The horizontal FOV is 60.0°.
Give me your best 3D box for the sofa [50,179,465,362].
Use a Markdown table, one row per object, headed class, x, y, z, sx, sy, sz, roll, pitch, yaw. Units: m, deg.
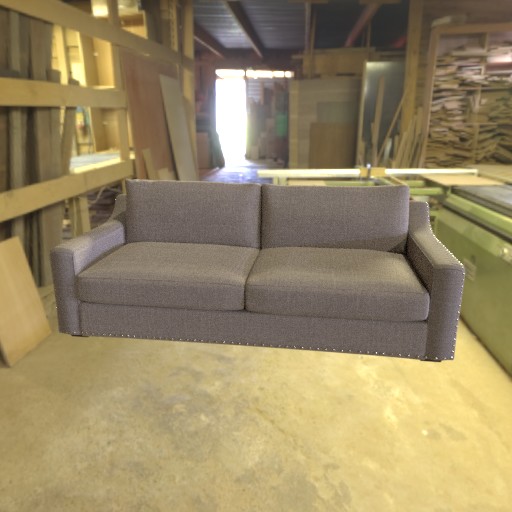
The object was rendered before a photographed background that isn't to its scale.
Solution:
| class | x | y | z | sx | sy | sz | roll | pitch | yaw |
| --- | --- | --- | --- | --- | --- | --- | --- | --- | --- |
| sofa | 0.000 | 0.000 | 2.772 | 2.208 | 0.857 | 1.000 | 2 | 17 | 8 |
